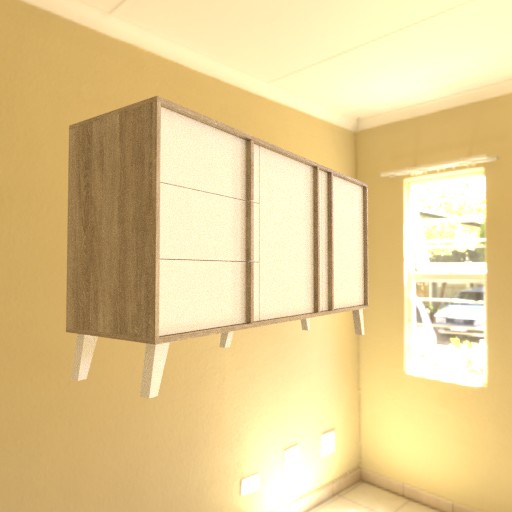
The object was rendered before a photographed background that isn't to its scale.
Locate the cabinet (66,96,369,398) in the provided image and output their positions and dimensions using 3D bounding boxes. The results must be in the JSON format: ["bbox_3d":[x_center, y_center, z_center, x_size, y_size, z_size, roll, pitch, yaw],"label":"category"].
[{"bbox_3d":[0.000,0.000,2.043,0.450,0.870,1.600,-1,-3,36],"label":"cabinet"}]
